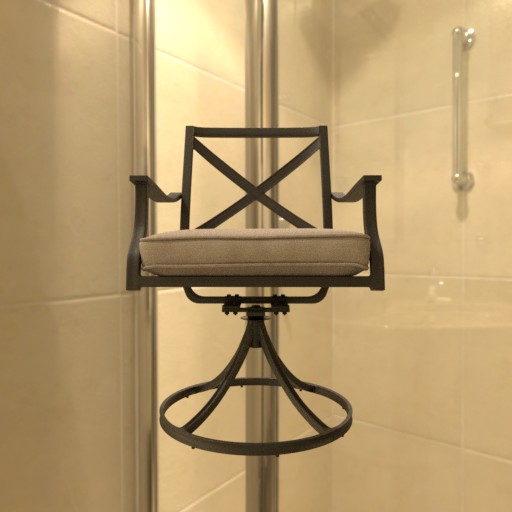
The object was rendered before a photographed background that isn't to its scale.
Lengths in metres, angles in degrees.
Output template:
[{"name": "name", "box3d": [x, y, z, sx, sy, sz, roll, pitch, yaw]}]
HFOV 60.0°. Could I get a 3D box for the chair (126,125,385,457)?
[{"name": "chair", "box3d": [0.000, 0.000, 1.253, 0.575, 0.889, 0.620, 0, 1, 0]}]
